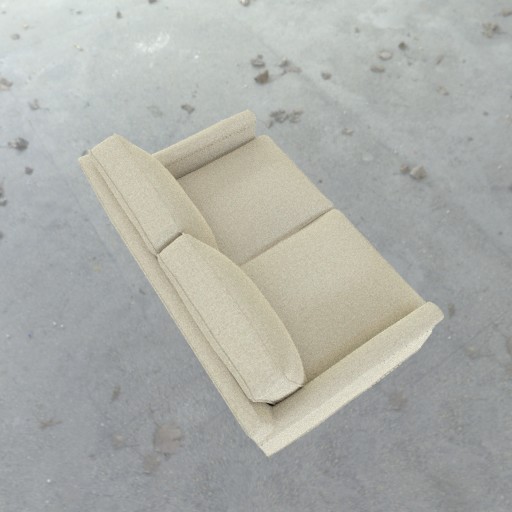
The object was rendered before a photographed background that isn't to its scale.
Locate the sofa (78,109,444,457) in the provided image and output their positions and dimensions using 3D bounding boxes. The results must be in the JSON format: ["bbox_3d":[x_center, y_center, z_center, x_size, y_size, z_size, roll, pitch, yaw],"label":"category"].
[{"bbox_3d":[0.000,0.000,2.248,1.084,1.003,1.597,-30,64,-17],"label":"sofa"}]
